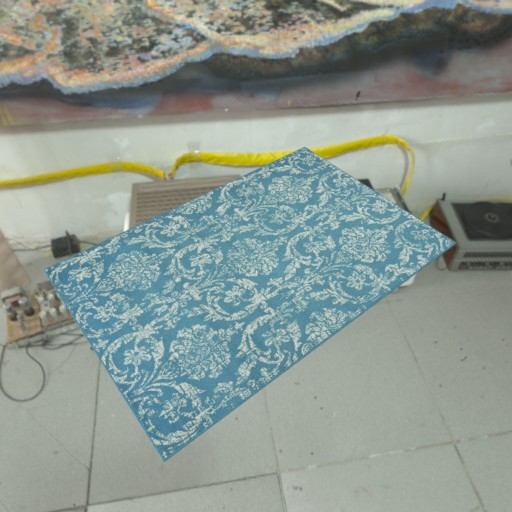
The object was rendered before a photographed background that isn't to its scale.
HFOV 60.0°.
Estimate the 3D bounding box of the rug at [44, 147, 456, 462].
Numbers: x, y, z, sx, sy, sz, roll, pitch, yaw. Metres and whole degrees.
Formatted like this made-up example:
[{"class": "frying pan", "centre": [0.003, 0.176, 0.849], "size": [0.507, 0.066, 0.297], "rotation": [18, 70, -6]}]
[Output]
[{"class": "rug", "centre": [0.000, 0.000, 3.518], "size": [2.746, 0.018, 1.816], "rotation": [-30, 53, -26]}]
